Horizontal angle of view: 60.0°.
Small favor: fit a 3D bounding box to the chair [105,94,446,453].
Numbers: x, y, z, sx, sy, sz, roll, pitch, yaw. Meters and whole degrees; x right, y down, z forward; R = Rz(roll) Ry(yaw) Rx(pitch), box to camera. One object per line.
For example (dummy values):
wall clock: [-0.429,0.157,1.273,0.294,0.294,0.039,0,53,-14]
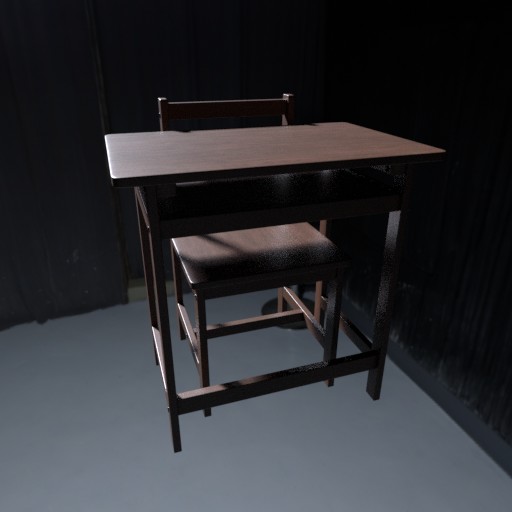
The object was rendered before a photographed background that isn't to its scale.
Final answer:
chair: [0.000,0.000,1.042,0.599,0.673,0.463,-8,26,-17]
